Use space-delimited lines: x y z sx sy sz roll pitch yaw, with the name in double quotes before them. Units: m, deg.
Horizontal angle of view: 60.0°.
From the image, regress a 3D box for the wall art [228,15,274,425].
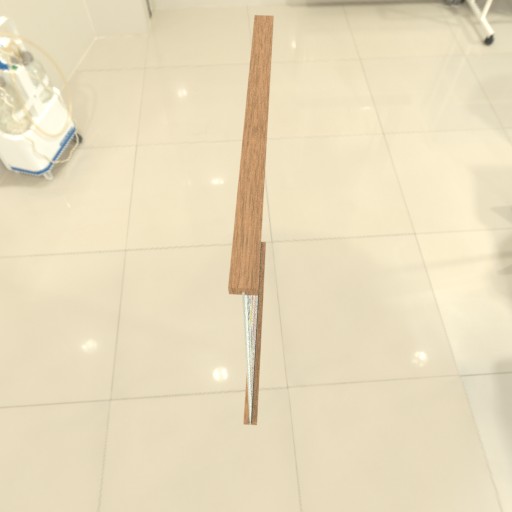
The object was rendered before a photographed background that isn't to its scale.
"wall art" 0.000 0.000 0.789 0.028 0.609 0.456 3 58 2
